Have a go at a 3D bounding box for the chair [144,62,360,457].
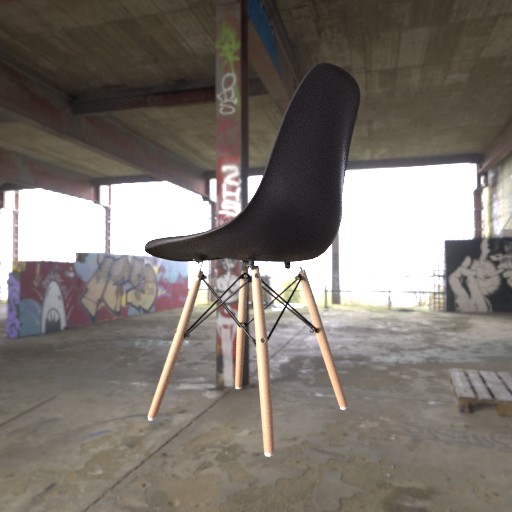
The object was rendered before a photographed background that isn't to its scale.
[{"bbox_3d":[0.000,0.000,1.160,0.533,0.825,0.470,-1,-2,35],"label":"chair"}]
